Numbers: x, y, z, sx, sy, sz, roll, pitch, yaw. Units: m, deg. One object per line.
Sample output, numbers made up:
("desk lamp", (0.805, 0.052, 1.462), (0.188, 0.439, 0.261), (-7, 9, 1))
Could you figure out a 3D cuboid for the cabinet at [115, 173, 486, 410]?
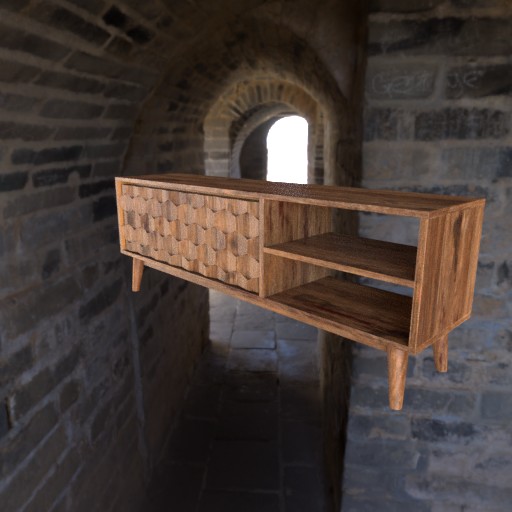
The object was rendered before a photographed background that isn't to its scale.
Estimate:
("cabinet", (0.000, 0.000, 1.667), (0.349, 0.528, 1.448), (-14, 20, -43))
